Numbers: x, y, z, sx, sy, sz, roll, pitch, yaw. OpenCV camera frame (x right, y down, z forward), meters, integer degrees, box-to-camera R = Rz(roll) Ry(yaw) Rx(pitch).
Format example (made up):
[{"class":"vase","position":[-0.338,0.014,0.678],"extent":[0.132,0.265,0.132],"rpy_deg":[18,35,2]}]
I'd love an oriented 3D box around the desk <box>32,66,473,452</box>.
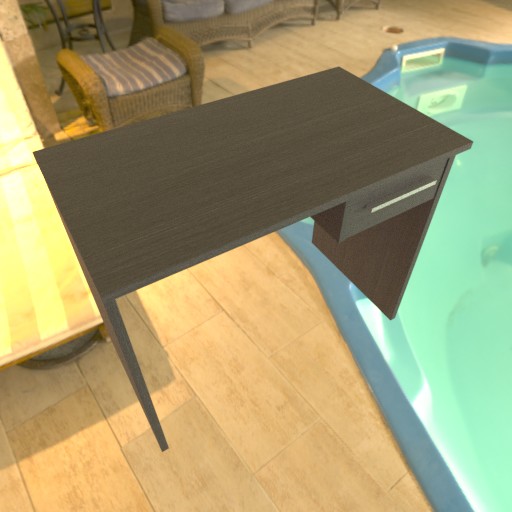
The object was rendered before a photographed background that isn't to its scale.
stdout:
[{"class":"desk","position":[0.000,0.000,1.283],"extent":[0.893,0.724,0.498],"rpy_deg":[-24,50,-21]}]
